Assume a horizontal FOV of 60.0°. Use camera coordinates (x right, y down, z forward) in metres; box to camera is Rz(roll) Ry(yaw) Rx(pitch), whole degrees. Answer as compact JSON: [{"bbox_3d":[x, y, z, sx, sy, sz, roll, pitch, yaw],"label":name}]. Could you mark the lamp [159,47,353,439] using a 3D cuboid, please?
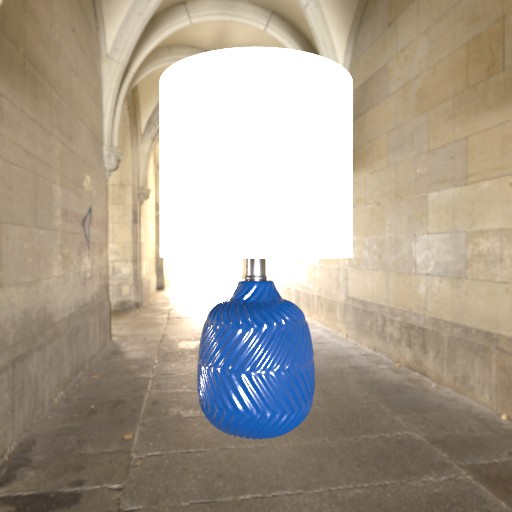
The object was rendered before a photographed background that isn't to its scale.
[{"bbox_3d":[0.000,0.000,0.478,0.203,0.368,0.203,0,1,36],"label":"lamp"}]
